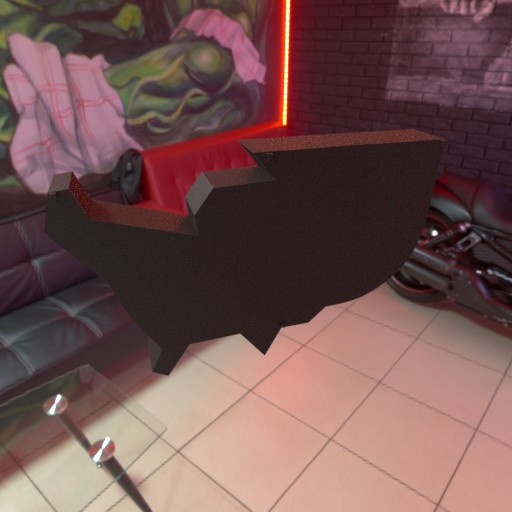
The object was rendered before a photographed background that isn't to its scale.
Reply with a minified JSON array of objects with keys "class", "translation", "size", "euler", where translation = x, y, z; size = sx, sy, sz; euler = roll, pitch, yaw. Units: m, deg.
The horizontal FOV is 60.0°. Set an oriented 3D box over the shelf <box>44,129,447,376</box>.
[{"class":"shelf","translation":[0.000,0.000,0.888],"size":[0.729,0.439,0.112],"euler":[-8,28,-15]}]
